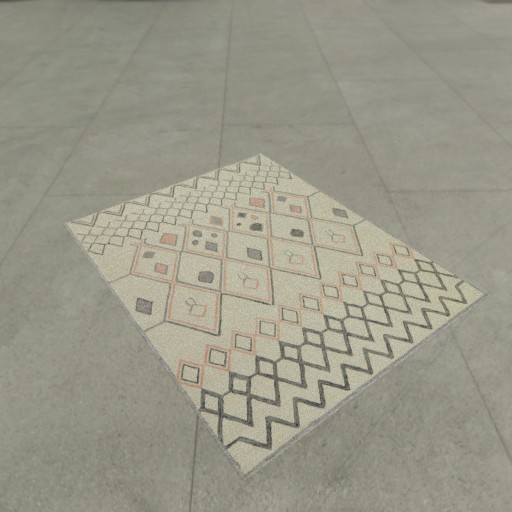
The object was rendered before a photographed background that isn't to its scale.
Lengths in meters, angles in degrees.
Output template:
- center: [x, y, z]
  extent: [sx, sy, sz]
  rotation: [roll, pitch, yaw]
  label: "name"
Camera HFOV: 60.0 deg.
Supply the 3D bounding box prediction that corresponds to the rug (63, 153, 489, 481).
- center: [0.000, 0.000, 3.963]
  extent: [2.441, 0.016, 3.050]
  rotation: [-26, 47, -27]
  label: "rug"
